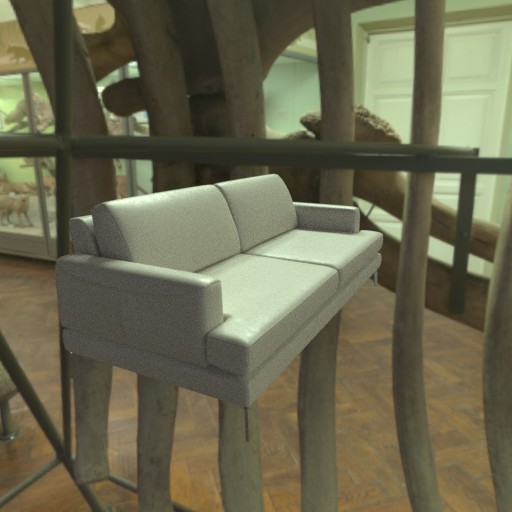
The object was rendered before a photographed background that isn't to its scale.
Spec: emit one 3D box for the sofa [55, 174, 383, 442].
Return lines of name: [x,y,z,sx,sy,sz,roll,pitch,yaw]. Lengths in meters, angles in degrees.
sofa: [0.000,0.000,2.442,0.974,0.765,1.940,8,17,27]
